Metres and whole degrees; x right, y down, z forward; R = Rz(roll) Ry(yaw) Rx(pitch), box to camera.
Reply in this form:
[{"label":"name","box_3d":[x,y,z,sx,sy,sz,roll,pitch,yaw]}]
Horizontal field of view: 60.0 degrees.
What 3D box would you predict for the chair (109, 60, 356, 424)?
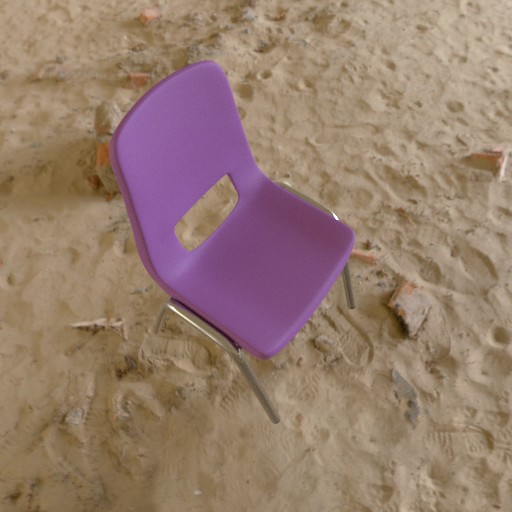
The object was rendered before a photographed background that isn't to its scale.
[{"label":"chair","box_3d":[0.000,0.000,0.684,0.301,0.493,0.291,32,64,18]}]
